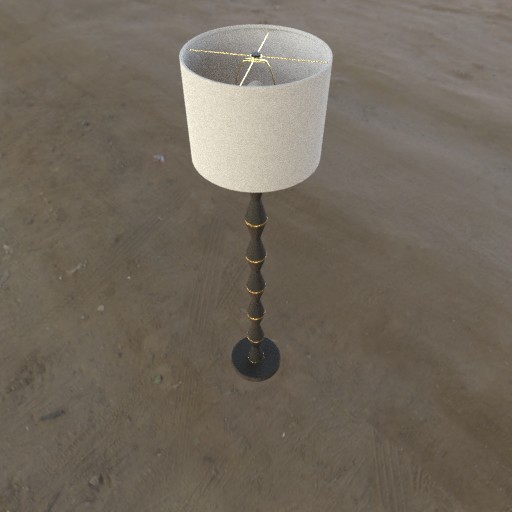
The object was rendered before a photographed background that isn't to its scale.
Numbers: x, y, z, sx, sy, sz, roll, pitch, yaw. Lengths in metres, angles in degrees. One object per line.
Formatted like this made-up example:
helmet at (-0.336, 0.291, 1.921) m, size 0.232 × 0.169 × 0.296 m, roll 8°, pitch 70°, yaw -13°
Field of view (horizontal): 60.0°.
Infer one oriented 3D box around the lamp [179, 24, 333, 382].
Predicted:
lamp at (0.000, 0.000, 1.642) m, size 0.381 × 1.480 × 0.381 m, roll 9°, pitch 47°, yaw 9°
